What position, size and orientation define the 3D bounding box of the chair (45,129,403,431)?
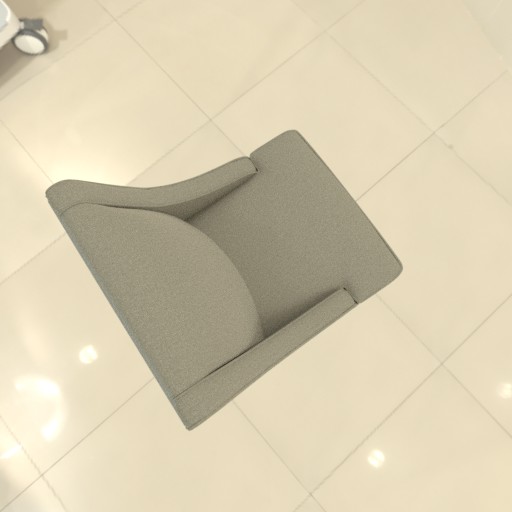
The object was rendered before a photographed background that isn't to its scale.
[{"bbox_3d":[0.000,0.000,1.368,0.737,0.864,0.610,-34,79,-8],"label":"chair"}]
